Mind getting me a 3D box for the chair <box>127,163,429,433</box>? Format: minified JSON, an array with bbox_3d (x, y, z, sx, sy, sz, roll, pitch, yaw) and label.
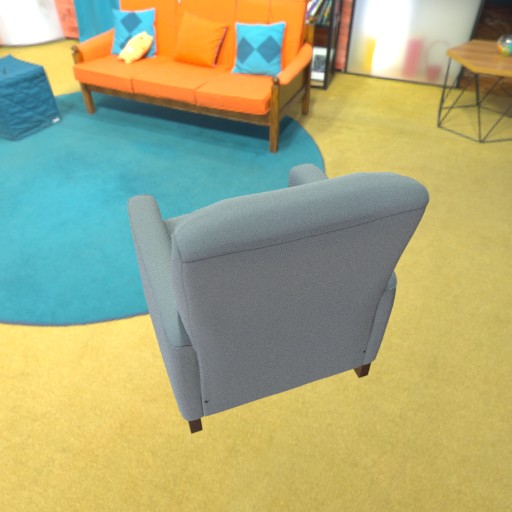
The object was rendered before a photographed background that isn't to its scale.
[{"bbox_3d":[0.000,0.000,1.664,0.853,1.007,0.846,-13,44,-14],"label":"chair"}]
